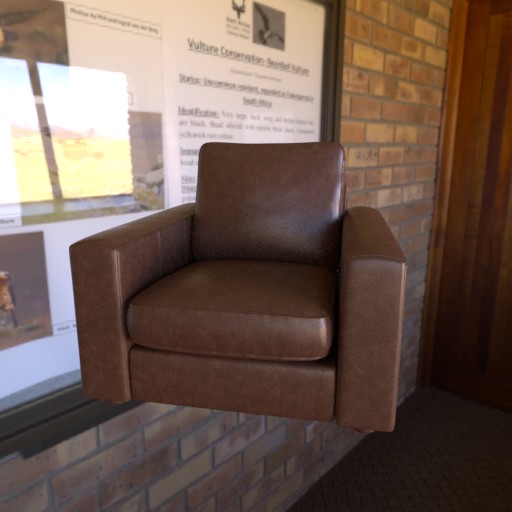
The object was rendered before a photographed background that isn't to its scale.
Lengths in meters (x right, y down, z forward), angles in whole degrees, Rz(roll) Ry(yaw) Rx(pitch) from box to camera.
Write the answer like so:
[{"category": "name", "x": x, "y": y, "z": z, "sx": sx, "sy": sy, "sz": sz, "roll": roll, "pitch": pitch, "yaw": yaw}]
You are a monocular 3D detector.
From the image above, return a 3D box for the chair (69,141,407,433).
[{"category": "chair", "x": 0.000, "y": 0.000, "z": 1.731, "sx": 1.005, "sy": 0.873, "sz": 1.016, "roll": 3, "pitch": 14, "yaw": 11}]
